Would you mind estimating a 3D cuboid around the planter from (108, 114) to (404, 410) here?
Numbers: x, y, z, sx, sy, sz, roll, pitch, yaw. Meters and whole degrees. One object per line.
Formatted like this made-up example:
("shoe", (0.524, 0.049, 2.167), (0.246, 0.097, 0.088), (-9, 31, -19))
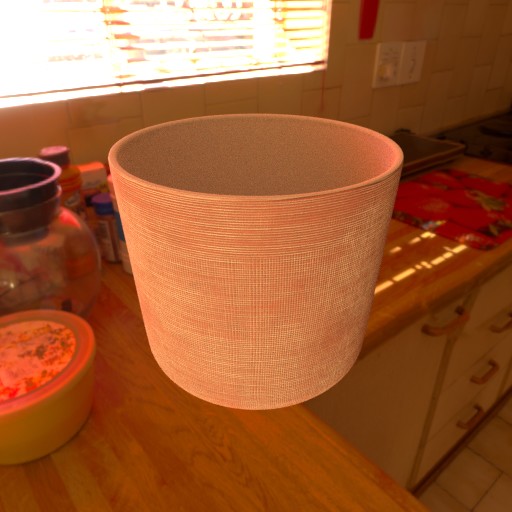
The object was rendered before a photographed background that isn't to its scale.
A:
("planter", (0.000, 0.000, 0.784), (0.440, 0.398, 0.440), (0, 30, 0))
